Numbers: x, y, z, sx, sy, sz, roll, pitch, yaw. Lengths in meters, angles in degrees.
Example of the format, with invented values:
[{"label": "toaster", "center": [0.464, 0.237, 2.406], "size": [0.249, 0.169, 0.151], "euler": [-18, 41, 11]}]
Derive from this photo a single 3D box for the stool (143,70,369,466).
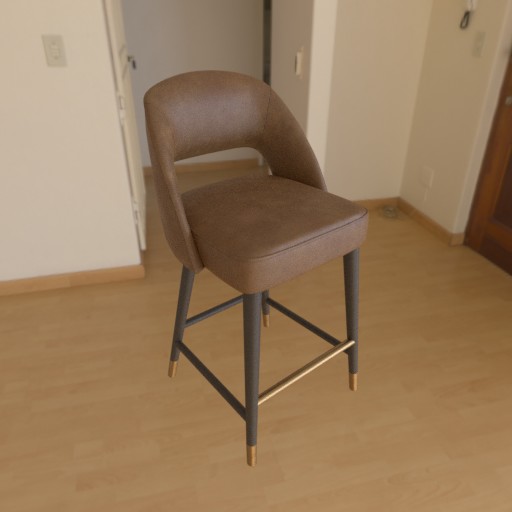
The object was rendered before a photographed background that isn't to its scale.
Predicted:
[{"label": "stool", "center": [0.000, 0.000, 1.266], "size": [0.494, 0.940, 0.509], "euler": [-22, 36, -34]}]
